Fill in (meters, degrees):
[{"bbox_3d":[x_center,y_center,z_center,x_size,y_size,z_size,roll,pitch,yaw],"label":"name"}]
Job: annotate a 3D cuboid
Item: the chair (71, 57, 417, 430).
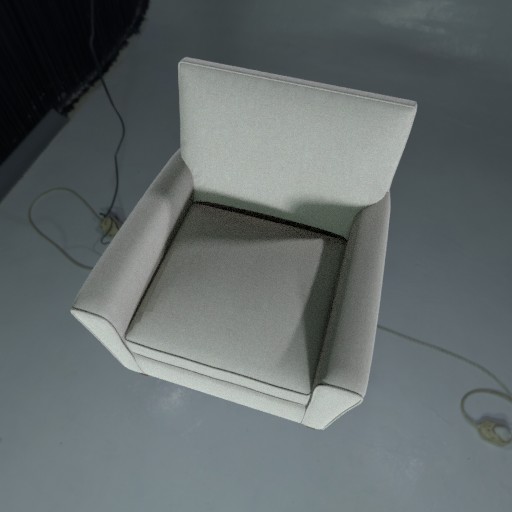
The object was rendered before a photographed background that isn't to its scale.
[{"bbox_3d":[0.000,0.000,1.536,0.840,0.846,0.871,15,59,9],"label":"chair"}]
